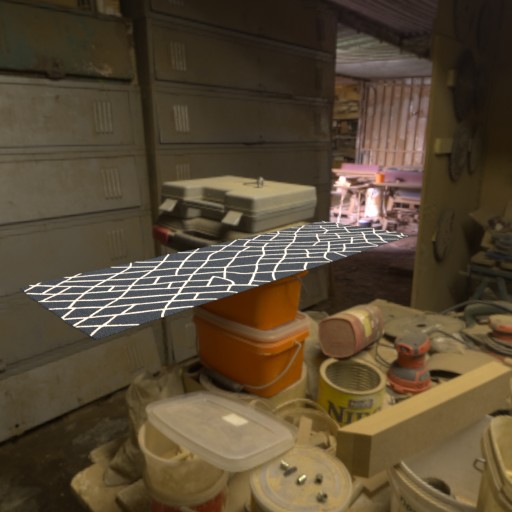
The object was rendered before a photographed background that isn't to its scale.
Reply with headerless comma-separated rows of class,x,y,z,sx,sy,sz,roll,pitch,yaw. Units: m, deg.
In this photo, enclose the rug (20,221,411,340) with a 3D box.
rug,0.000,0.000,2.706,0.807,0.010,2.476,15,21,43
